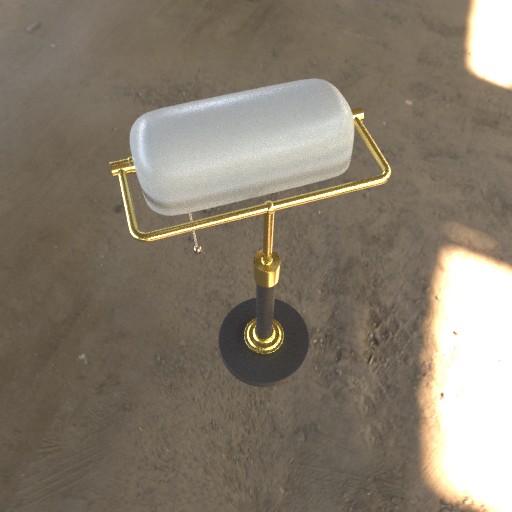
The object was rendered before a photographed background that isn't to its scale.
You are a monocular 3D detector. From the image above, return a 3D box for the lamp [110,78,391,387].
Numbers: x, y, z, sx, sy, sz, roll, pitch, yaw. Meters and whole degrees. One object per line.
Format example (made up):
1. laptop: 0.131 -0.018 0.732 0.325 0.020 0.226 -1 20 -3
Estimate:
1. lamp: 0.000 0.000 0.564 0.269 0.404 0.227 -15 59 -9
